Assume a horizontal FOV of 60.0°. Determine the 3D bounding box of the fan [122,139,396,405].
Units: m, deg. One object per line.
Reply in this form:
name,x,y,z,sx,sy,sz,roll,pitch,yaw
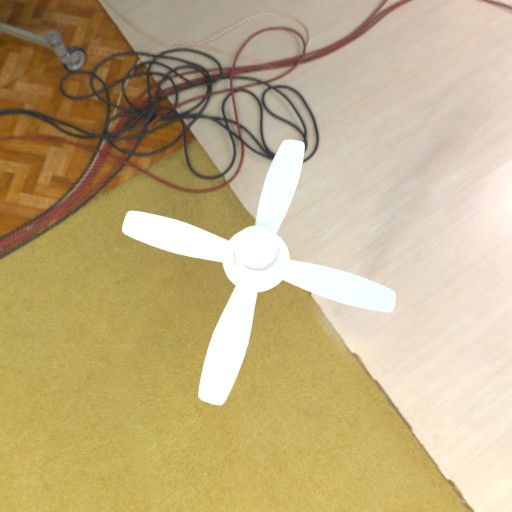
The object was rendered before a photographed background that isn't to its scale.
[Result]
fan,0.000,0.000,2.548,1.694,0.382,1.693,17,75,5
